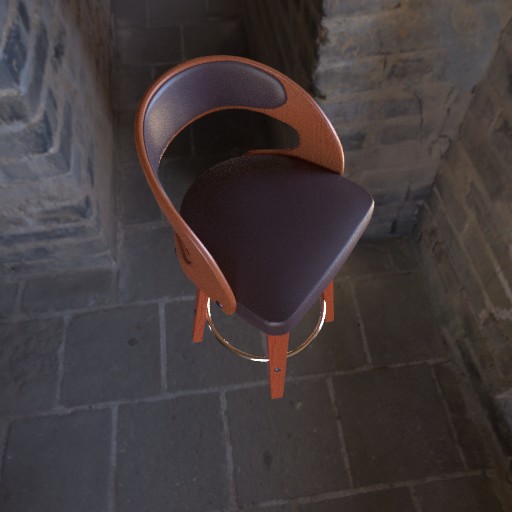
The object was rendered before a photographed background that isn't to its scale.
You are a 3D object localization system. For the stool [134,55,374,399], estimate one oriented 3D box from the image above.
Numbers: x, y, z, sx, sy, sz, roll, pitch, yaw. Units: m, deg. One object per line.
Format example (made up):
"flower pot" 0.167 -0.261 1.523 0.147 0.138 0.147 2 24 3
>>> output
"stool" 0.000 0.000 1.199 0.457 0.940 0.457 31 64 18
